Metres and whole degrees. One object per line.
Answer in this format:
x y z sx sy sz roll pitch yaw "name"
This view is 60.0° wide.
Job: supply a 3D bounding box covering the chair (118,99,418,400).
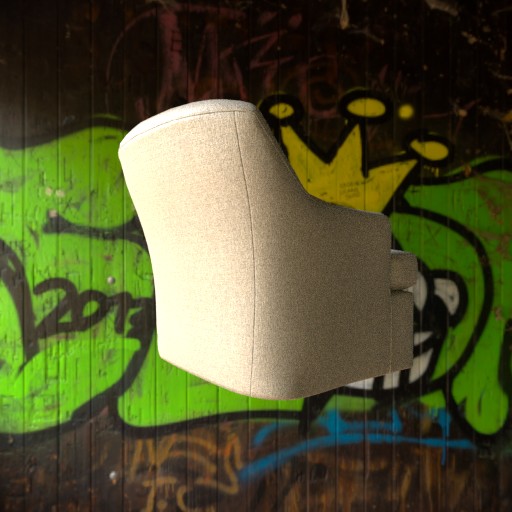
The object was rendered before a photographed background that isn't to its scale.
0.000 0.000 1.643 0.923 0.856 0.864 0 1 -36 "chair"
